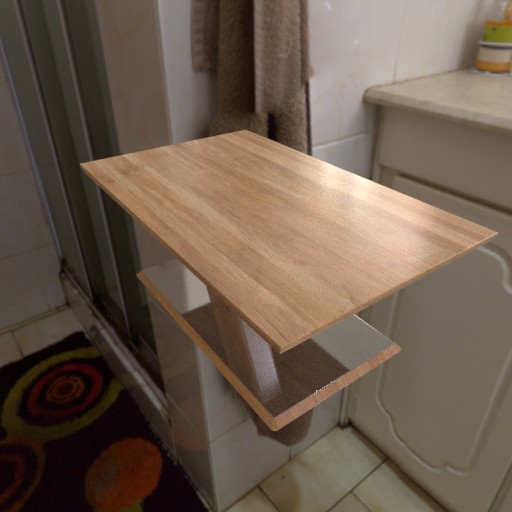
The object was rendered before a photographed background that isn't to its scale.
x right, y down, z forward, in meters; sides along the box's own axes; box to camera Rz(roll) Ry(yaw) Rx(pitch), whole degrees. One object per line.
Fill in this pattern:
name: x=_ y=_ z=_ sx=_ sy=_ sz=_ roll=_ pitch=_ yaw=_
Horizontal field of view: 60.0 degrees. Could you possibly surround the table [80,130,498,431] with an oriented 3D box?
table: x=0.000 y=0.000 z=1.425 sx=0.692 sy=0.441 sz=1.100 roll=-21 pitch=38 yaw=-30
